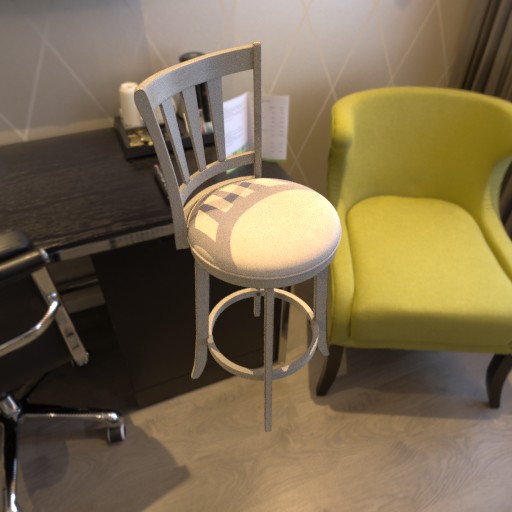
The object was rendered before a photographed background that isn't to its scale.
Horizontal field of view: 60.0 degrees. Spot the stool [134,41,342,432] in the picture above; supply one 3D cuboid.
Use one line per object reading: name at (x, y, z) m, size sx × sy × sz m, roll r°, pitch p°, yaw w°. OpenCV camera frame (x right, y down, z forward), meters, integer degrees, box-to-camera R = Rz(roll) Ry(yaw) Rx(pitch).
stool at (0.000, 0.000, 1.308) m, size 0.475 × 1.042 × 0.436 m, roll 26°, pitch 48°, yaw 27°
